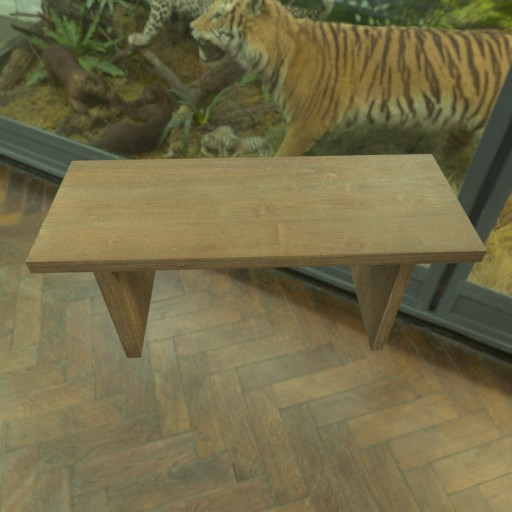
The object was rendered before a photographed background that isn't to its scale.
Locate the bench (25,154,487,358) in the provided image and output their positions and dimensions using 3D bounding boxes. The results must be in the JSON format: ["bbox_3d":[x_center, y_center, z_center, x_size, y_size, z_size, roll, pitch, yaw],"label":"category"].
[{"bbox_3d":[0.000,0.000,1.457,1.183,0.458,0.458,-1,45,-1],"label":"bench"}]
